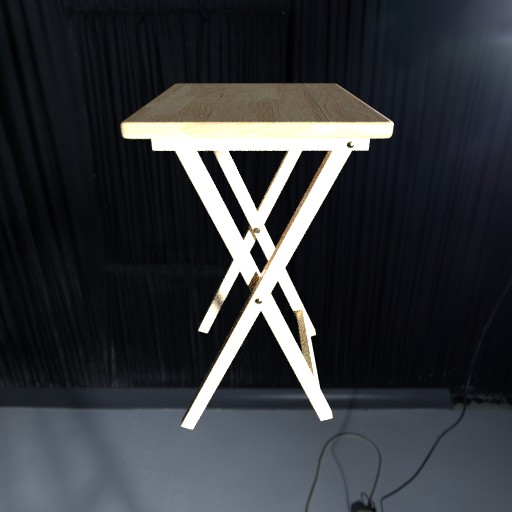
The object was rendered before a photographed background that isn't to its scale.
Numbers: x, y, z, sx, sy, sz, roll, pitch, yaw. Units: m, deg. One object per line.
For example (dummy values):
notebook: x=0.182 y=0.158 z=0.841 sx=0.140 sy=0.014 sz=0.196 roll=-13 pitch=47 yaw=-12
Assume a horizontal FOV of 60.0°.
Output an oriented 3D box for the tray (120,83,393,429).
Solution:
tray: x=0.000 y=0.000 z=0.974 sx=0.381 sy=0.660 sz=0.483 roll=0 pitch=27 yaw=0
